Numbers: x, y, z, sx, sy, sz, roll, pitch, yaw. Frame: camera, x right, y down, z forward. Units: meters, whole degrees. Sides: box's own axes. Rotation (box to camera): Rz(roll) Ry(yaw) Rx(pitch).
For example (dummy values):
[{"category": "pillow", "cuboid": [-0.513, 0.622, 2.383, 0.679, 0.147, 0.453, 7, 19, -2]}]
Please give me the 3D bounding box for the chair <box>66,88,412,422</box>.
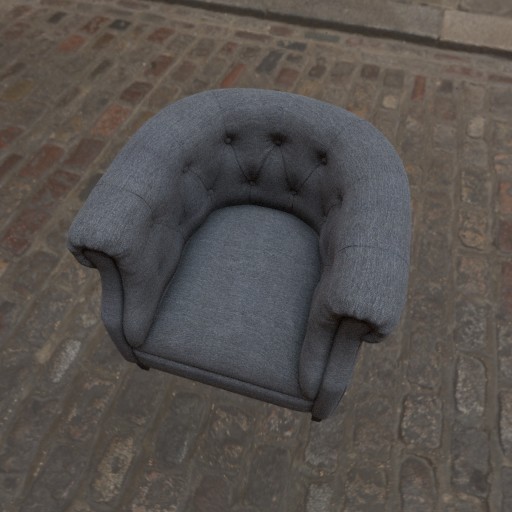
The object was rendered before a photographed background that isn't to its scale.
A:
[{"category": "chair", "cuboid": [0.000, 0.000, 1.557, 0.905, 0.827, 0.852, 14, 59, 9]}]
